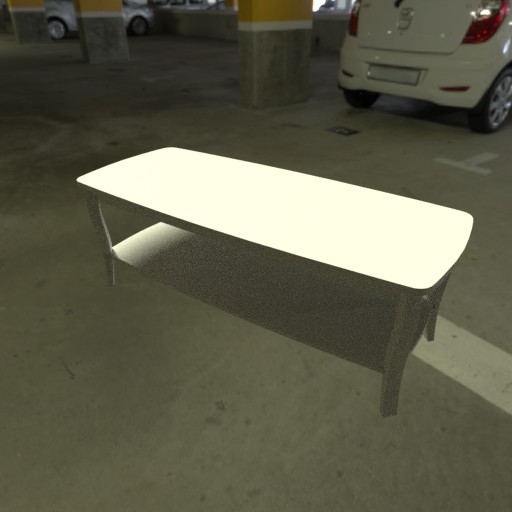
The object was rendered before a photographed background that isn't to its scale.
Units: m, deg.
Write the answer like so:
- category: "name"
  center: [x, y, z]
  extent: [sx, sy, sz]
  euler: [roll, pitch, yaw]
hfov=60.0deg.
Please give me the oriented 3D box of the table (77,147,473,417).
- category: "table"
  center: [0.000, 0.000, 1.618]
  extent: [1.334, 0.474, 0.561]
  euler: [19, 35, 29]
